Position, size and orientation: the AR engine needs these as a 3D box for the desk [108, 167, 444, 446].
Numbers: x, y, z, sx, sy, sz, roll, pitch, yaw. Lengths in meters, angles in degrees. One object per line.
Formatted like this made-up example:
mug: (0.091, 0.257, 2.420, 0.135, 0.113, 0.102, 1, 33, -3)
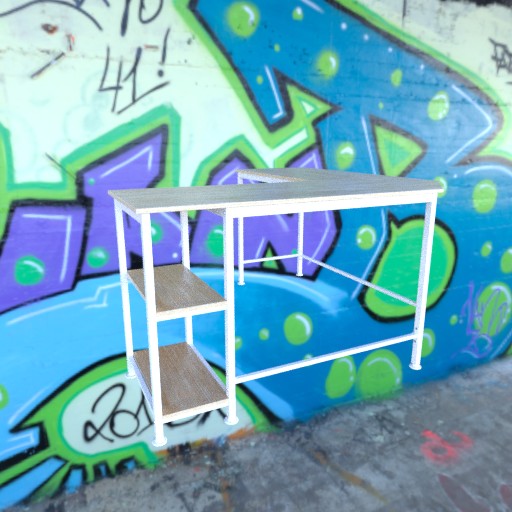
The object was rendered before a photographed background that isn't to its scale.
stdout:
desk: (0.000, 0.000, 2.154, 1.379, 0.739, 1.379, -7, 16, -25)
